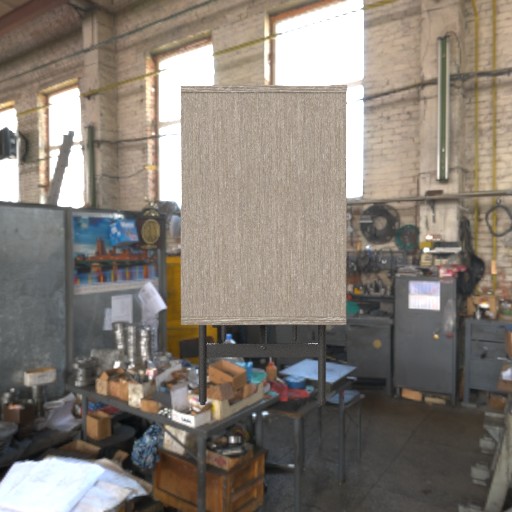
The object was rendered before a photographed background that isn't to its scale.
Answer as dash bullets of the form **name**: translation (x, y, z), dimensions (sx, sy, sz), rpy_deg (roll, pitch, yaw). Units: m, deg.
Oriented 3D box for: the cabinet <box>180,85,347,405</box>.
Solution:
- **cabinet**: translation (0.000, 0.000, 1.593), dimensions (0.405, 0.787, 1.194), rpy_deg (0, 1, 0)
